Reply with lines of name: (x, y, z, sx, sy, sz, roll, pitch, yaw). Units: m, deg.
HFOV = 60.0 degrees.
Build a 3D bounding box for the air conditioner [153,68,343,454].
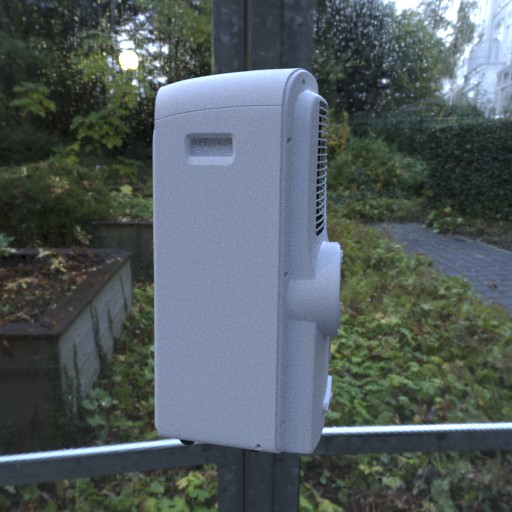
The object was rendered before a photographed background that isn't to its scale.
air conditioner: (0.000, 0.000, 0.957, 0.365, 0.700, 0.454, 2, 13, 9)
